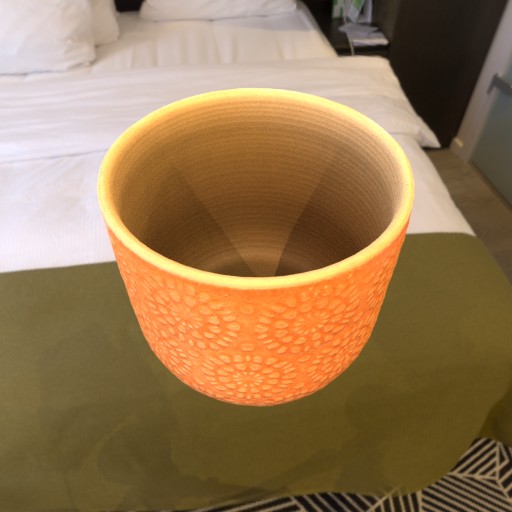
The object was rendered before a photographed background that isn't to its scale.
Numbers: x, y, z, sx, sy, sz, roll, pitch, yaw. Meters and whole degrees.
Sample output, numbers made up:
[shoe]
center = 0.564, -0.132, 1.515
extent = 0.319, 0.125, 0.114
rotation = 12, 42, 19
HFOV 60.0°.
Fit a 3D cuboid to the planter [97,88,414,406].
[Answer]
[planter]
center = 0.000, 0.000, 0.284
extent = 0.170, 0.152, 0.170
rotation = 0, 47, 0
